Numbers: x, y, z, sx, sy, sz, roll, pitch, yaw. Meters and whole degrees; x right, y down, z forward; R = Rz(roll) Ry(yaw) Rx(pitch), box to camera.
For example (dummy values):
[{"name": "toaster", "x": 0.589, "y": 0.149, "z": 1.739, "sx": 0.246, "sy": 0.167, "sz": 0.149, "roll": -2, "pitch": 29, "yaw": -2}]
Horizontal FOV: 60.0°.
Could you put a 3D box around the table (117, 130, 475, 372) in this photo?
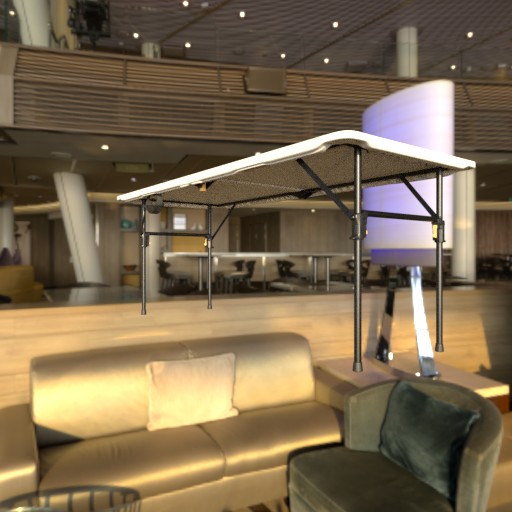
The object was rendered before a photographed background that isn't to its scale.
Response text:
[{"name": "table", "x": 0.000, "y": 0.000, "z": 2.189, "sx": 0.761, "sy": 0.719, "sz": 1.829, "roll": 0, "pitch": 0, "yaw": -37}]
